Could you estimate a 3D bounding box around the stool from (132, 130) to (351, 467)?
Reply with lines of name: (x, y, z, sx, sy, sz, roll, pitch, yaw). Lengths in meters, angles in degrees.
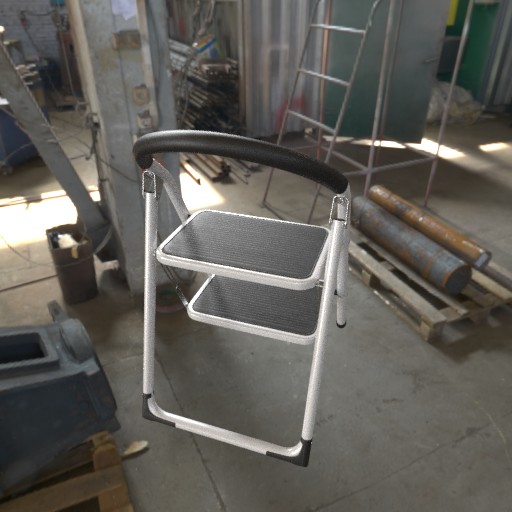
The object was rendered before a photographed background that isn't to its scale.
stool: (0.000, 0.000, 1.118, 0.453, 0.760, 0.559, 10, 33, 16)
